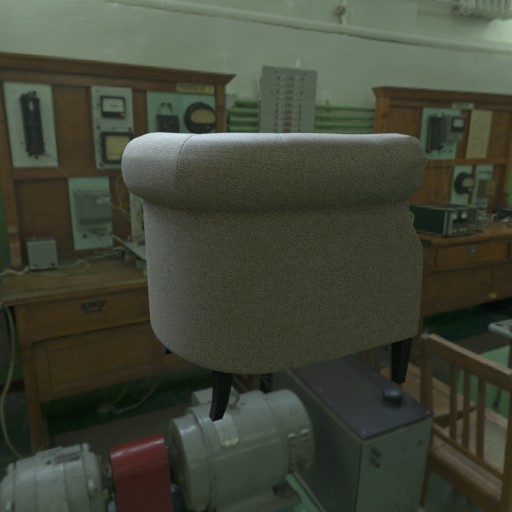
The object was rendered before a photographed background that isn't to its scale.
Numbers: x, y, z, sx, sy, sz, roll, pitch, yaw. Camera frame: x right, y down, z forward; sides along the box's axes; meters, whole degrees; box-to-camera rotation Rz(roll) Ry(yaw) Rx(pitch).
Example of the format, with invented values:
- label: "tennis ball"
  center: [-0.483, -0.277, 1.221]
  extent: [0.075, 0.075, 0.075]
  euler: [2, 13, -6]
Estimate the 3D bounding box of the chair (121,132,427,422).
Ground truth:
- label: "chair"
  center: [0.000, 0.000, 1.553]
  extent: [0.852, 0.827, 0.905]
  euler: [-8, 16, -27]
